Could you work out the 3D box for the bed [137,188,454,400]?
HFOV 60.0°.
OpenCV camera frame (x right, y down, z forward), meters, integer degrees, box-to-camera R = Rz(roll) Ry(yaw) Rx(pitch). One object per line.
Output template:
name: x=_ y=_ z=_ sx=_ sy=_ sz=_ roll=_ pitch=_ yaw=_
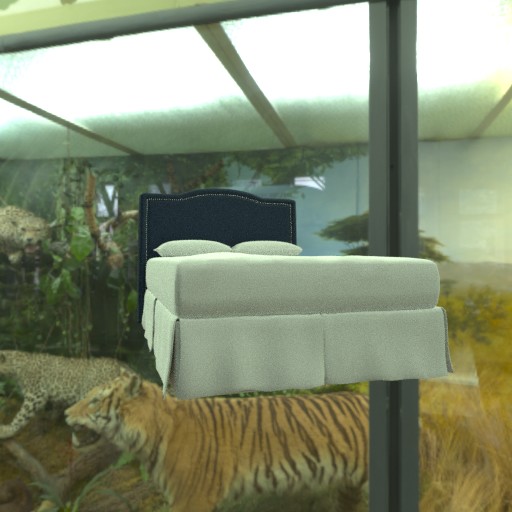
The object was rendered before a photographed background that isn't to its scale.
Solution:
bed: x=0.000 y=0.000 z=3.556 sx=1.741 sy=1.441 sz=2.507 roll=0 pitch=0 yaw=-17
